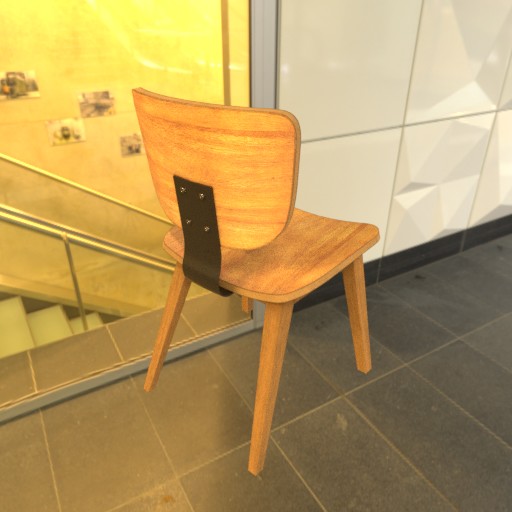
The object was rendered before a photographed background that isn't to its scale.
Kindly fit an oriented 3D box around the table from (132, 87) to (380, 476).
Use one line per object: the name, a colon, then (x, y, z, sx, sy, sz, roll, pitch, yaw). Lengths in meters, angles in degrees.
table: (0.000, 0.000, 1.118, 0.499, 0.805, 0.500, 22, 36, 34)
